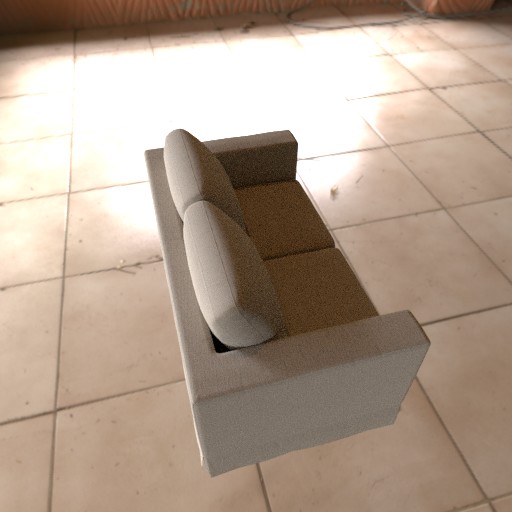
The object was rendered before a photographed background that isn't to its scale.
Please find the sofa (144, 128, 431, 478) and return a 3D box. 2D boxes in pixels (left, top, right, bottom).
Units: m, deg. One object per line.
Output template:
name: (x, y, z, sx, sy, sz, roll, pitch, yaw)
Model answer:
sofa: (0.000, 0.000, 2.451, 1.009, 0.932, 1.813, -11, 46, -11)
